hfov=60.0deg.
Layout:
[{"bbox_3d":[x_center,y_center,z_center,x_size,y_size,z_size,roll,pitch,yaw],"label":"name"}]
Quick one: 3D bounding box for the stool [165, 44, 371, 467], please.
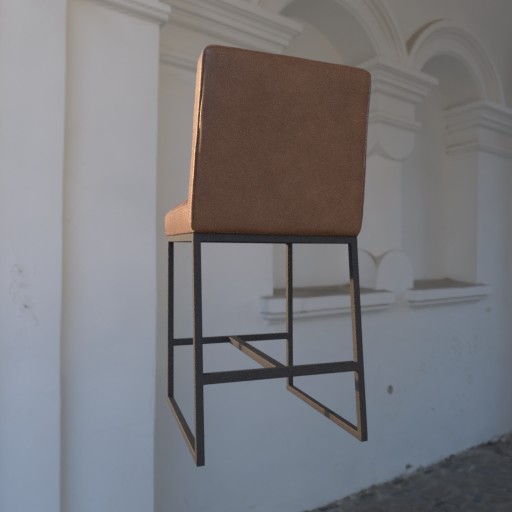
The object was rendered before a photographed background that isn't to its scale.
[{"bbox_3d":[0.000,0.000,1.277,0.458,0.940,0.556,0,-1,-19],"label":"stool"}]
